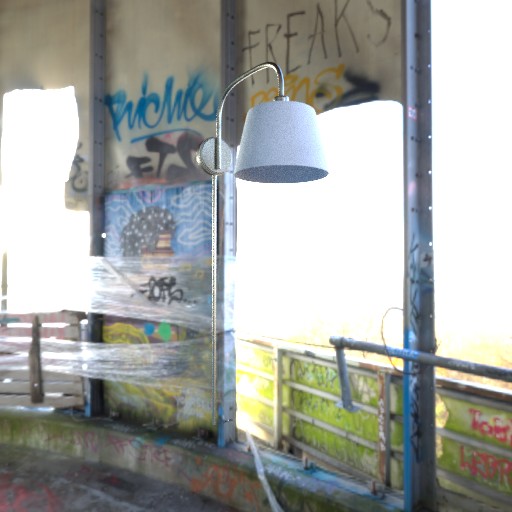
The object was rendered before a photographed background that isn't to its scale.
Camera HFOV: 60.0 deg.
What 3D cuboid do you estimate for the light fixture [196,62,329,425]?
[{"bbox_3d":[0.000,0.000,0.463,0.092,0.399,0.176,1,-1,-36],"label":"light fixture"}]
